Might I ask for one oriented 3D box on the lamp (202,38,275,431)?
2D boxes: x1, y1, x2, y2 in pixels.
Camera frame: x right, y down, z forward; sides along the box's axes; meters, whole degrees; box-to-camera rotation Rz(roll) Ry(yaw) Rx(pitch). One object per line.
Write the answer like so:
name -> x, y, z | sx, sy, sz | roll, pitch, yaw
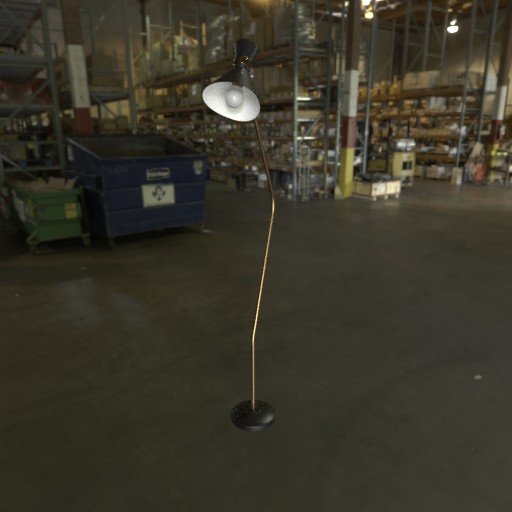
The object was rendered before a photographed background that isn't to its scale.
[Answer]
lamp -> 0.000, 0.000, 1.617 | 0.277, 1.438, 0.467 | 15, 22, 43
